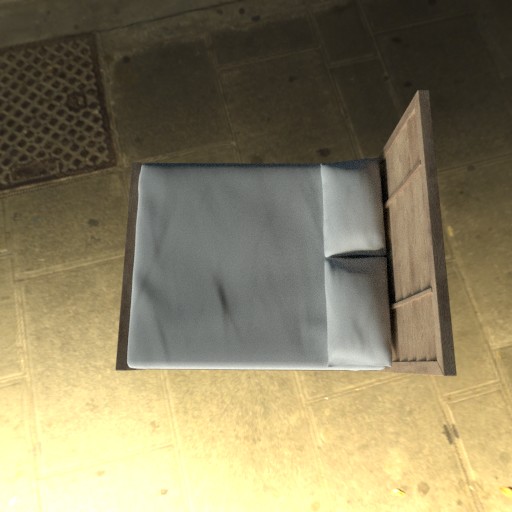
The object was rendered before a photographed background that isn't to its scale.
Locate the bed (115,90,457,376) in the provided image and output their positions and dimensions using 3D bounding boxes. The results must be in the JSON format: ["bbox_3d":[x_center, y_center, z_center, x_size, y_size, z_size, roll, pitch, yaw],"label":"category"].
[{"bbox_3d":[0.000,0.000,3.188,2.017,1.631,1.615,0,76,0],"label":"bed"}]
